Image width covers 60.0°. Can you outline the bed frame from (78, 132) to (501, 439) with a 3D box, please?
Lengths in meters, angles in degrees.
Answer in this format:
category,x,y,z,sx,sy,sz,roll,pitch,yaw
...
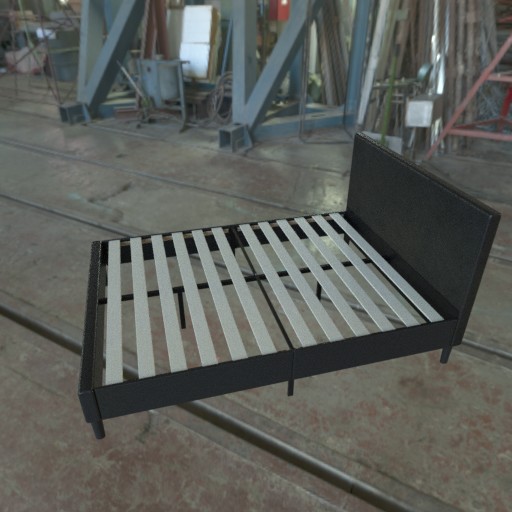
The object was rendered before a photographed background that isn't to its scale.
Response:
category,x,y,z,sx,sy,sz,roll,pitch,yaw
bed frame,0.000,0.000,3.094,2.318,1.127,1.634,-8,32,-13
